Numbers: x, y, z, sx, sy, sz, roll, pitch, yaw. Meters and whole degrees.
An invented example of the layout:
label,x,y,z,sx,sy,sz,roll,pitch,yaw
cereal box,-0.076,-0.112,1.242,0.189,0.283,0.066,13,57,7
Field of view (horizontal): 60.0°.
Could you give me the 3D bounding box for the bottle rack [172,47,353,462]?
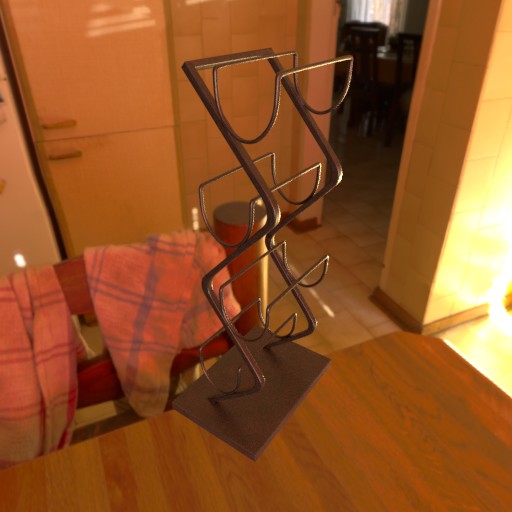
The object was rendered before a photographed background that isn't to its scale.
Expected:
label,x,y,z,sx,sy,sz,roll,pitch,yaw
bottle rack,0.000,0.000,0.674,0.178,0.559,0.254,20,36,30
